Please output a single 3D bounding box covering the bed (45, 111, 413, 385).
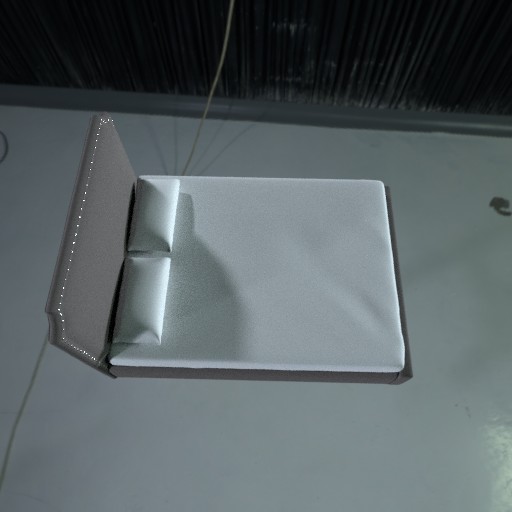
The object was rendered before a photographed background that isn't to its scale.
[{"bbox_3d":[0.000,0.000,3.386,2.372,1.443,1.713,1,65,1],"label":"bed"}]
